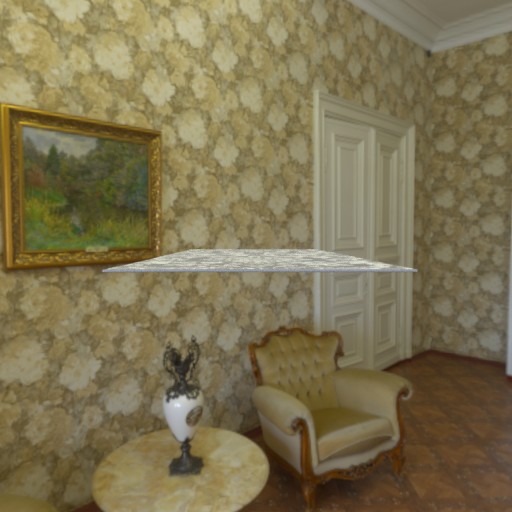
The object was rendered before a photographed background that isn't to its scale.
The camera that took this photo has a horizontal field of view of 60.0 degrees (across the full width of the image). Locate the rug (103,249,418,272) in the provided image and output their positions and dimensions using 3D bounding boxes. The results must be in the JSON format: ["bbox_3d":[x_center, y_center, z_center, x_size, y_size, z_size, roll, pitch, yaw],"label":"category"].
[{"bbox_3d":[0.000,0.000,1.453,0.604,0.007,1.219,0,3,-1],"label":"rug"}]
